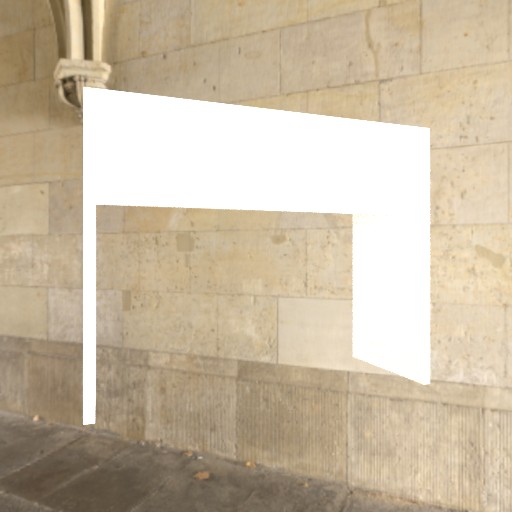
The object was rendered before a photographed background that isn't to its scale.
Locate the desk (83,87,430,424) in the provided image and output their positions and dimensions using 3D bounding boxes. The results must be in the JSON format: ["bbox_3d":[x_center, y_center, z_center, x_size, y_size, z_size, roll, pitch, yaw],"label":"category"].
[{"bbox_3d":[0.000,0.000,1.394,1.000,0.790,0.400,0,0,-20],"label":"desk"}]
